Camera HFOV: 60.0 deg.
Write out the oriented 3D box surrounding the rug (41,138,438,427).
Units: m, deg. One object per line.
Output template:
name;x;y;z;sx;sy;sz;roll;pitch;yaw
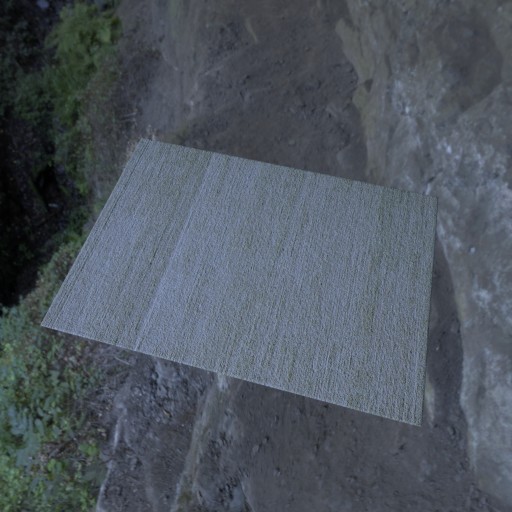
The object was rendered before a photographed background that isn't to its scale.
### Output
rug;0.000;0.000;5.060;3.935;0.025;2.782;13;61;7
